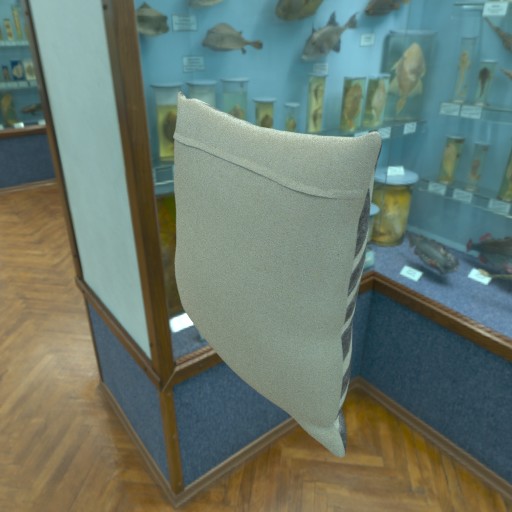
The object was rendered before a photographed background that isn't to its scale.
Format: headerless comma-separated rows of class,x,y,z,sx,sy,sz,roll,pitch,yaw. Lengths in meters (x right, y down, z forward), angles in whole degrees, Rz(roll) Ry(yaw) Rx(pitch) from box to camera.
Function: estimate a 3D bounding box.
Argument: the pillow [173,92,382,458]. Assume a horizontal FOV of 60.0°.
pillow,0.000,0.000,0.673,0.182,0.441,0.440,-18,33,-31
